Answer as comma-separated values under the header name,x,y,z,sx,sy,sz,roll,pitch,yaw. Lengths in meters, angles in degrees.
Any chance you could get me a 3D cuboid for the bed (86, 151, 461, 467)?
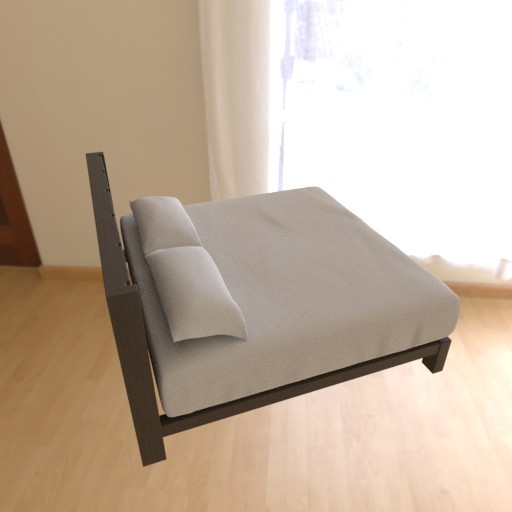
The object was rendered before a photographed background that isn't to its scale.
name,x,y,z,sx,sy,sz,roll,pitch,yaw
bed,0.000,0.000,3.506,2.238,1.261,2.143,-11,33,-17
